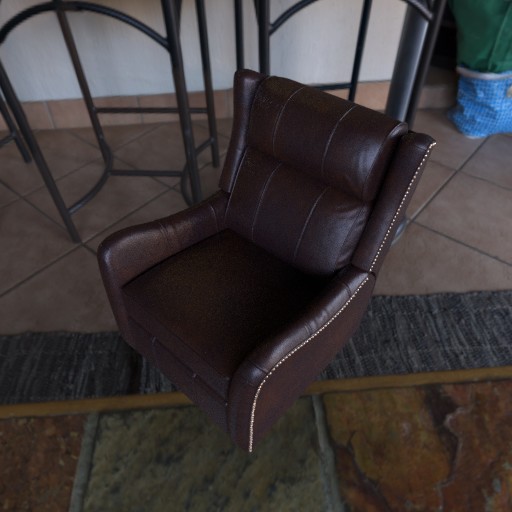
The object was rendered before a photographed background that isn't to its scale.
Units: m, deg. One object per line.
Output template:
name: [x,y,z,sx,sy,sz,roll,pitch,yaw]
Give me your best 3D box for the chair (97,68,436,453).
chair: [0.000,0.000,1.814,0.869,1.084,1.008,33,54,28]
